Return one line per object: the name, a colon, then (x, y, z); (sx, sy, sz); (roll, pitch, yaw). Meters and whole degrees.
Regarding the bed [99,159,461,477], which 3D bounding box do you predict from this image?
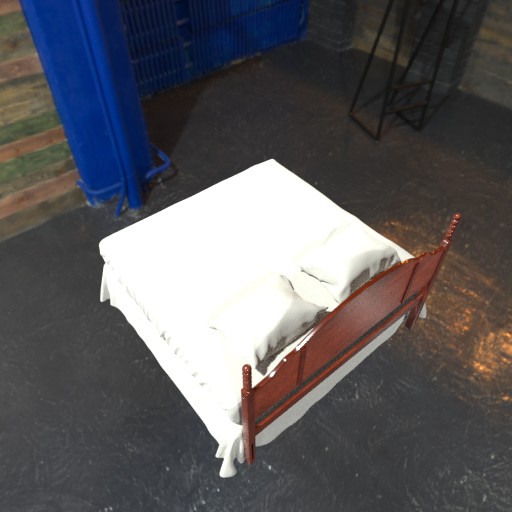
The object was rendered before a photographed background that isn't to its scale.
bed: (0.000, 0.000, 3.718); (2.322, 1.355, 2.219); (-30, 54, -26)
